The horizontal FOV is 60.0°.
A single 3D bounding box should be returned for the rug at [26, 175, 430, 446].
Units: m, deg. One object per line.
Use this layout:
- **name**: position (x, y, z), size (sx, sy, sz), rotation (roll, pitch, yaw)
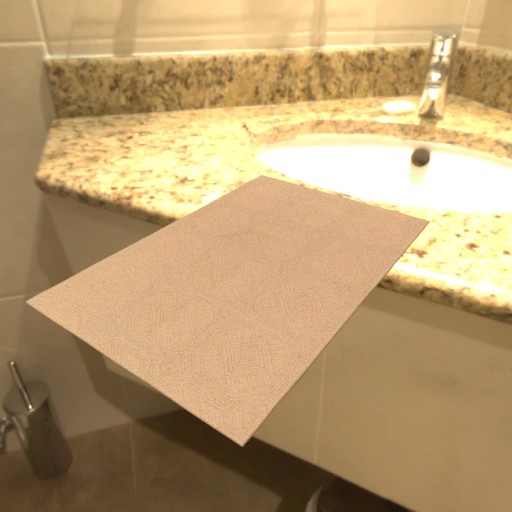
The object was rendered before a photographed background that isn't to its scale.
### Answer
- **rug**: position (0.000, 0.000, 2.310), size (1.236, 0.009, 1.839), rotation (21, 38, 30)
